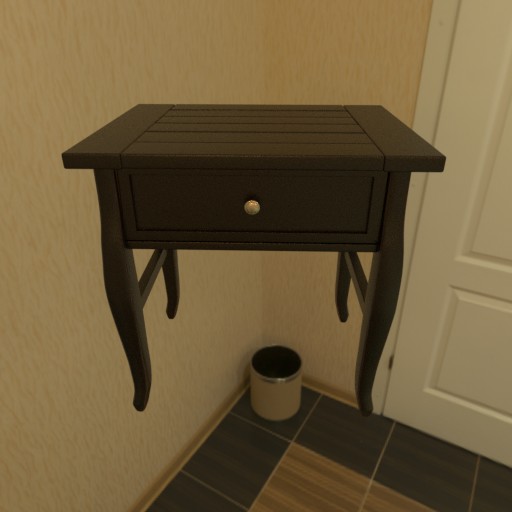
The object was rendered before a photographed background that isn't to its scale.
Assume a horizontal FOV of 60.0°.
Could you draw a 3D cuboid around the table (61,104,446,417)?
[{"bbox_3d":[0.000,0.000,1.034,0.602,0.604,0.460,1,28,2],"label":"table"}]
